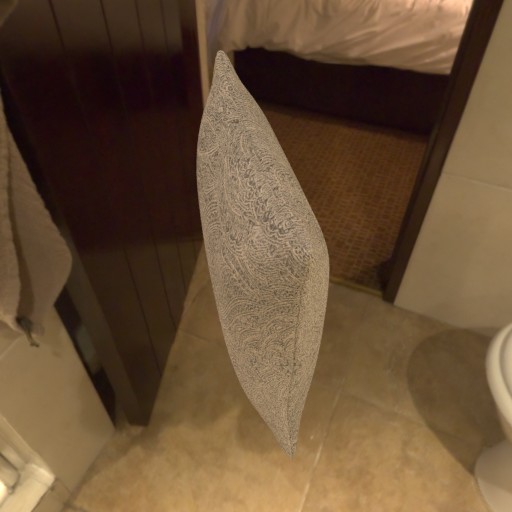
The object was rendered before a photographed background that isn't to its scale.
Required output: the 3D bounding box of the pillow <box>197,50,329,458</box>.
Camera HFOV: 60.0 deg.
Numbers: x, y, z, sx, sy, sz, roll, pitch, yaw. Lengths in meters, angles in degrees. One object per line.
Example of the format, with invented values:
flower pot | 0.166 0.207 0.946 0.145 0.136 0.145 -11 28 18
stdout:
pillow | 0.000 0.000 0.777 0.166 0.510 0.523 -9 46 -9
